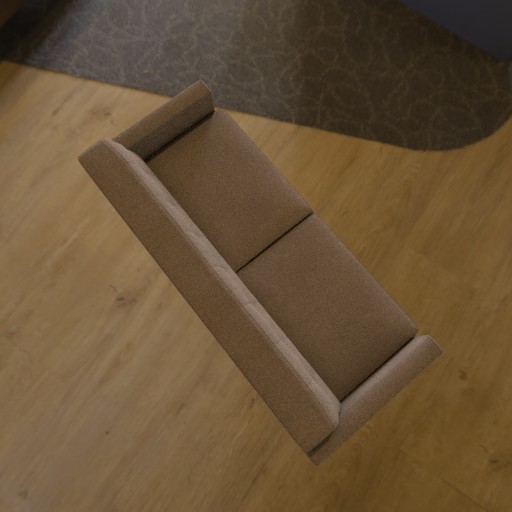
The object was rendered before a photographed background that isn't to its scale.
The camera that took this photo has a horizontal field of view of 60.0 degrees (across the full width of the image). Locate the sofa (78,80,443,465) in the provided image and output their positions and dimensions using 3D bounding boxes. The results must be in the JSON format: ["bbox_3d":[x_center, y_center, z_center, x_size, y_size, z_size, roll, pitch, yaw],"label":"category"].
[{"bbox_3d":[0.000,0.000,2.505,0.909,0.841,2.029,-38,79,-9],"label":"sofa"}]
